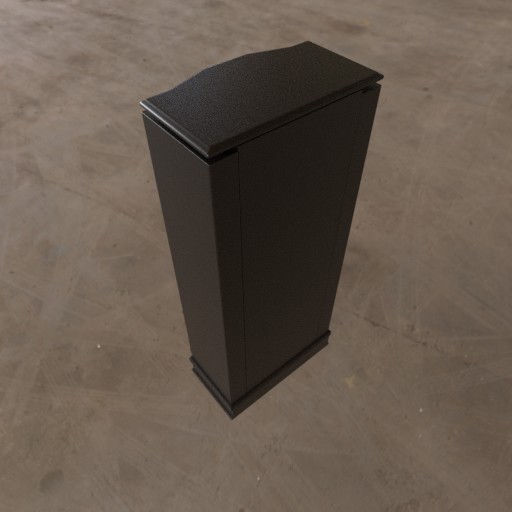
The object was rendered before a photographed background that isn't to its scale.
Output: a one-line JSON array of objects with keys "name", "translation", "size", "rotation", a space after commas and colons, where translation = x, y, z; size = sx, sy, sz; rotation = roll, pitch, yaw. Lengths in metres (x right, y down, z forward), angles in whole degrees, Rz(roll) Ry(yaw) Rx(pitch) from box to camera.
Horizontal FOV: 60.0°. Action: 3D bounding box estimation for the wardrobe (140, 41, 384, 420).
[{"name": "wardrobe", "translation": [0.000, 0.000, 1.226], "size": [0.444, 1.011, 0.295], "rotation": [-31, 55, -25]}]
